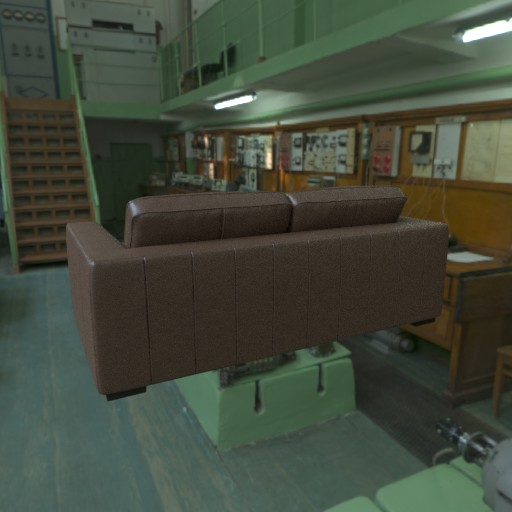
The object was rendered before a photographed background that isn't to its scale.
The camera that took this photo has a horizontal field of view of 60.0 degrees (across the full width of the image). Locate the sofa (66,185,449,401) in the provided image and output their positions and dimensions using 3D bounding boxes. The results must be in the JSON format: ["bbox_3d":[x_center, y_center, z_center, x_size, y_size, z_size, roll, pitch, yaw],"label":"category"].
[{"bbox_3d":[0.000,0.000,2.523,1.920,0.800,1.070,-7,15,-27],"label":"sofa"}]
